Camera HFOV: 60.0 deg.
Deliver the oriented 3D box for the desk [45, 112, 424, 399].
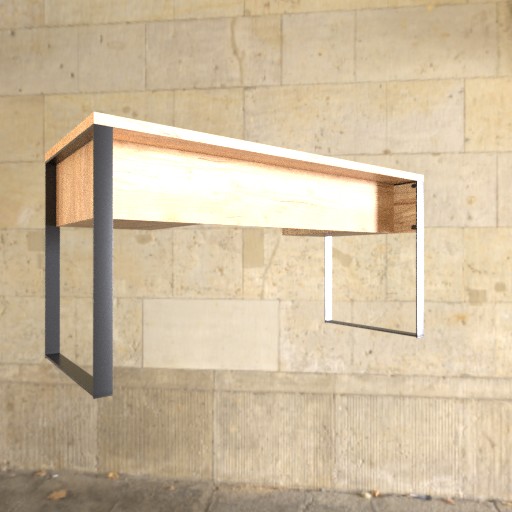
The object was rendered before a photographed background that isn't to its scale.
[{"bbox_3d":[0.000,0.000,1.867,1.520,0.760,0.600,0,0,-37],"label":"desk"}]
